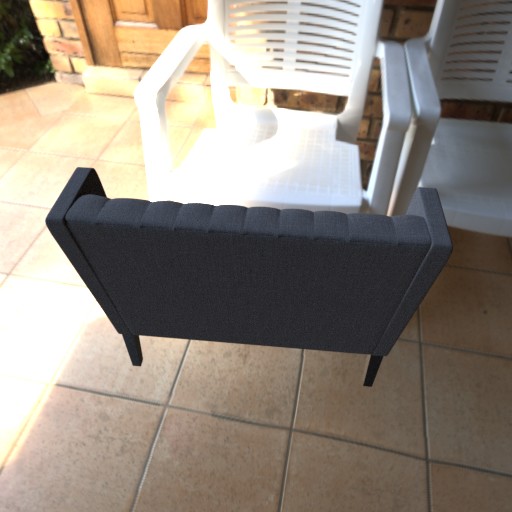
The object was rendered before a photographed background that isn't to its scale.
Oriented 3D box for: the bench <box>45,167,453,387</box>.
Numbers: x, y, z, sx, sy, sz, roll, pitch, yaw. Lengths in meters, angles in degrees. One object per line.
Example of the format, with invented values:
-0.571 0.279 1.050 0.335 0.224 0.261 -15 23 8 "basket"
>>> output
0.000 0.000 2.030 1.276 1.121 0.842 4 48 4 "bench"
